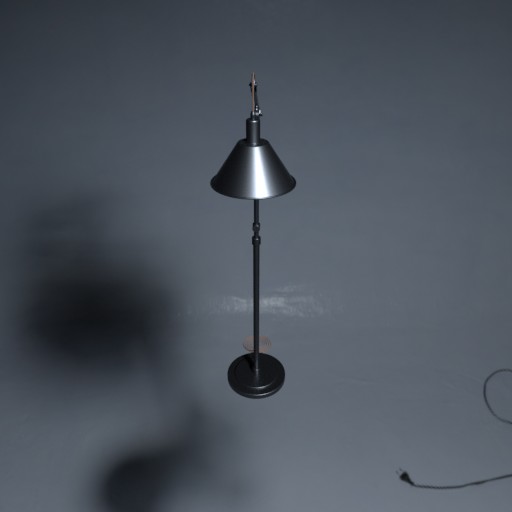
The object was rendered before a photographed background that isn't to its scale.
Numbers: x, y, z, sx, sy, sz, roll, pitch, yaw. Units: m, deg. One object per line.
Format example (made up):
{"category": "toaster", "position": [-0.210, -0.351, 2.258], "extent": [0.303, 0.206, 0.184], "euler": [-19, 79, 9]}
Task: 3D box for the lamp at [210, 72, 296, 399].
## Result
{"category": "lamp", "position": [0.000, 0.000, 2.003], "extent": [0.319, 1.626, 0.904], "euler": [1, 31, 1]}
